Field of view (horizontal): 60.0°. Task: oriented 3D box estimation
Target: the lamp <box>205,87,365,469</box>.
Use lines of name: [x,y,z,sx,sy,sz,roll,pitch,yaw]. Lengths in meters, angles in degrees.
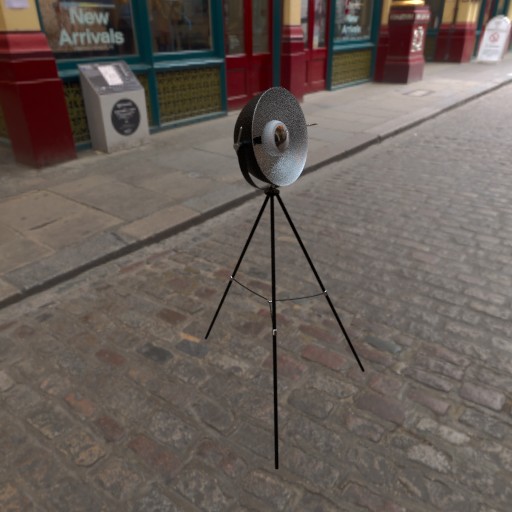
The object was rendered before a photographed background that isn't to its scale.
lamp: [0.000,0.000,2.101,0.920,1.512,0.817,19,33,32]
